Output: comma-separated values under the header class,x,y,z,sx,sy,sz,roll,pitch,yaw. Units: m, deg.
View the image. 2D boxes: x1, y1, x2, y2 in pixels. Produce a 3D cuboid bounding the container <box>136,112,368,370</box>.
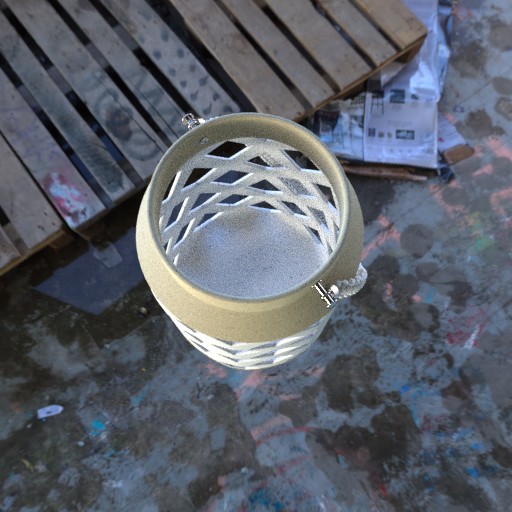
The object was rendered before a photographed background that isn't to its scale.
class,x,y,z,sx,sy,sz,roll,pitch,yaw
container,0.000,0.000,0.396,0.198,0.264,0.188,-35,77,-9
